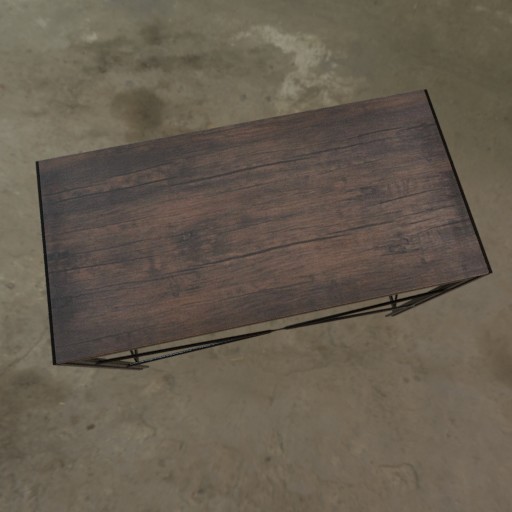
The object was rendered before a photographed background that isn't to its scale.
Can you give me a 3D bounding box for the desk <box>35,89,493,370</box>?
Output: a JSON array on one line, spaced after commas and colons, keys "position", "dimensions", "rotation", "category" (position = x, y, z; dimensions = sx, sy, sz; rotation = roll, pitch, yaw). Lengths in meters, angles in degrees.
[{"position": [0.000, 0.000, 1.424], "dimensions": [1.015, 0.747, 0.505], "rotation": [-11, 75, -3], "category": "desk"}]
